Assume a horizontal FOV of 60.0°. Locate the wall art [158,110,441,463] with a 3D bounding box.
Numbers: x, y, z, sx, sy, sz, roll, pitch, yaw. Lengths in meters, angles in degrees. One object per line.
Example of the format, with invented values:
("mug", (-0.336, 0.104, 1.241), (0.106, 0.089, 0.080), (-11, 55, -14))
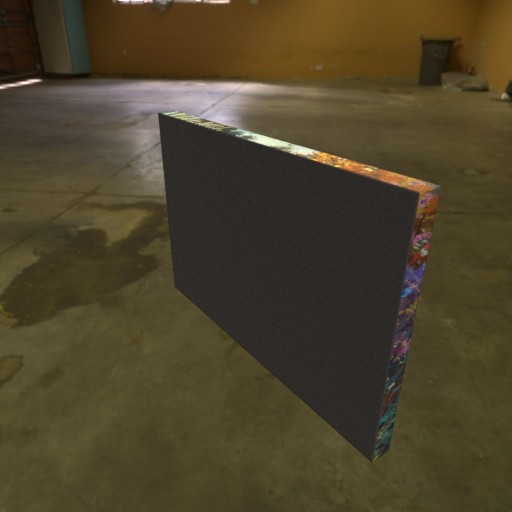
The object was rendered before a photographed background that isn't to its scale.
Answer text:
("wall art", (0.000, 0.000, 0.771), (0.037, 0.406, 0.610), (-19, 33, -32))
